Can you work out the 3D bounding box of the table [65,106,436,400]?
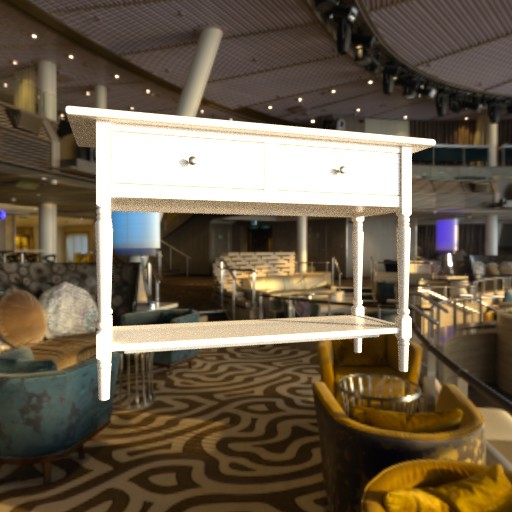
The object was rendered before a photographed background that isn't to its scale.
[{"bbox_3d":[0.000,0.000,1.549,1.191,0.814,0.386,0,1,-17],"label":"table"}]
